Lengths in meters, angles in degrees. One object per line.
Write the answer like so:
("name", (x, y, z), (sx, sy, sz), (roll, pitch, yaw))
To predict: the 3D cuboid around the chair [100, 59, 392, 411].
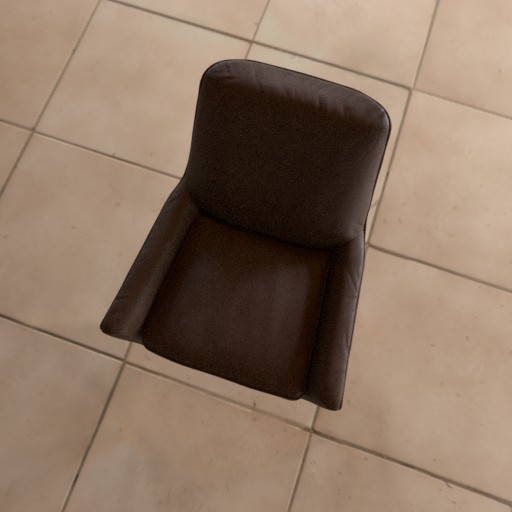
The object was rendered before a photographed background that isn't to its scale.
("chair", (0.000, 0.000, 1.480), (0.787, 0.888, 0.824), (18, 77, 4))
